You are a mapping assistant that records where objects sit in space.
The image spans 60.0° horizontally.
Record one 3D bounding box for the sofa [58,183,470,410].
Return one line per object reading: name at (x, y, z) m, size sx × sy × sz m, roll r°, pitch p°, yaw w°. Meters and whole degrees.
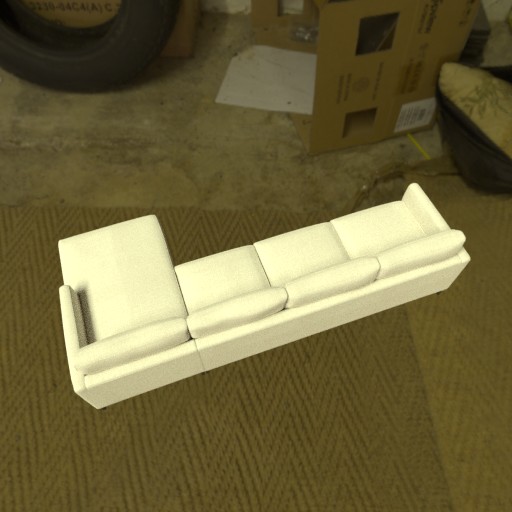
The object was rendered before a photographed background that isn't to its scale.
sofa at (0.000, 0.000, 2.912) m, size 2.445 × 0.677 × 1.126 m, roll -17°, pitch 60°, yaw -10°
